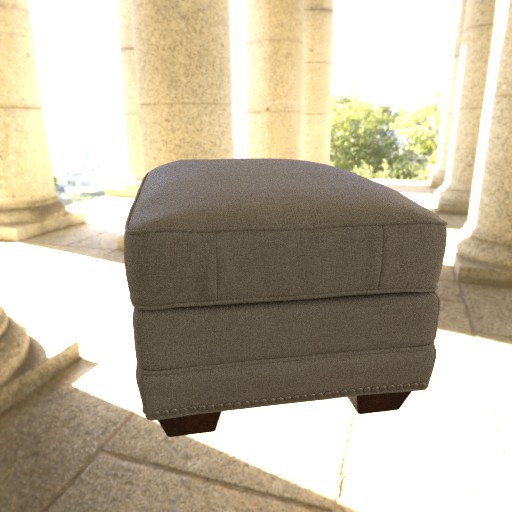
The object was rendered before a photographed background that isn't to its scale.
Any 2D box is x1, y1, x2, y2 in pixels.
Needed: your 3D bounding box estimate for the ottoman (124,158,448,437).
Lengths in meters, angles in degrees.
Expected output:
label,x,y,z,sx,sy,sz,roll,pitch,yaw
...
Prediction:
label,x,y,z,sx,sy,sz,roll,pitch,yaw
ottoman,0.000,0.000,1.109,0.559,0.458,0.813,-3,17,-10
